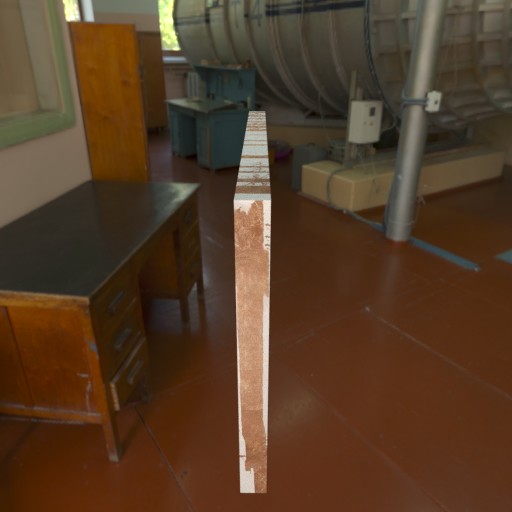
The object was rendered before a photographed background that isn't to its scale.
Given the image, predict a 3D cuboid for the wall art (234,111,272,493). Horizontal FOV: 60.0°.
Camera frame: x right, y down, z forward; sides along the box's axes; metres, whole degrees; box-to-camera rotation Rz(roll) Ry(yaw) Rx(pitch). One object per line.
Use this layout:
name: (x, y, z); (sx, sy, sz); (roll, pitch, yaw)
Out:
wall art: (0.000, 0.000, 0.775); (0.035, 0.405, 0.609); (0, 25, 1)
